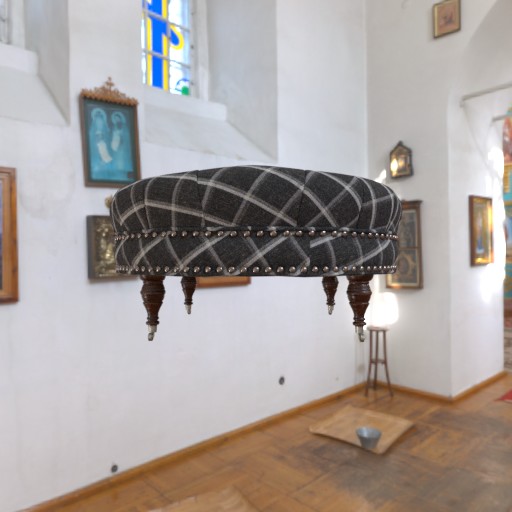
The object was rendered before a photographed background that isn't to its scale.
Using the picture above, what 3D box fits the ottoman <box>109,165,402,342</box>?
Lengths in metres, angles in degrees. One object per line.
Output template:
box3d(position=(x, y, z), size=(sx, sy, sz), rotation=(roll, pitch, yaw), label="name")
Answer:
box3d(position=(0.000, 0.000, 1.401), size=(0.901, 0.439, 0.901), rotation=(0, -1, 0), label="ottoman")
